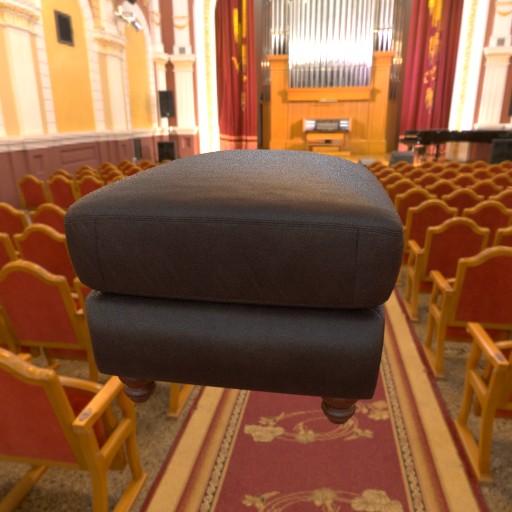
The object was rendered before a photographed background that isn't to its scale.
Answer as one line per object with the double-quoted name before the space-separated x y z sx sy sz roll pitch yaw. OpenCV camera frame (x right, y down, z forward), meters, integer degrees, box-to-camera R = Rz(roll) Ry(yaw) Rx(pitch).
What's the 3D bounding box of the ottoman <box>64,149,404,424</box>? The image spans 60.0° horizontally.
"ottoman" 0.000 0.000 1.240 0.670 0.569 0.806 3 18 9
